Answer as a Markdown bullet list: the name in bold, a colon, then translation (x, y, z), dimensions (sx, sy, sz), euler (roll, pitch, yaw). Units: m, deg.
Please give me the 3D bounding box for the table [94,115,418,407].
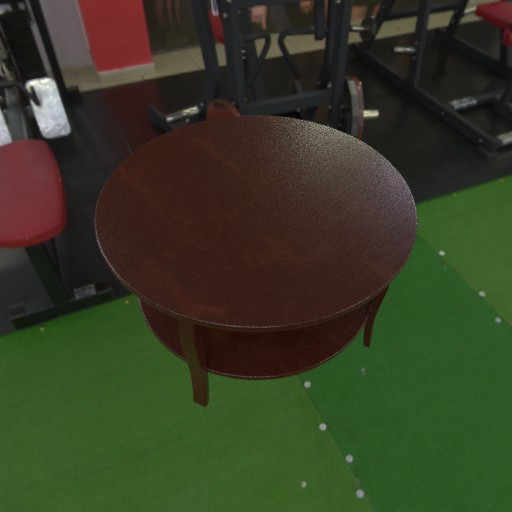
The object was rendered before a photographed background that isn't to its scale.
- **table**: translation (0.000, 0.000, 1.471), dimensions (0.911, 0.512, 0.911), euler (0, 47, 0)
